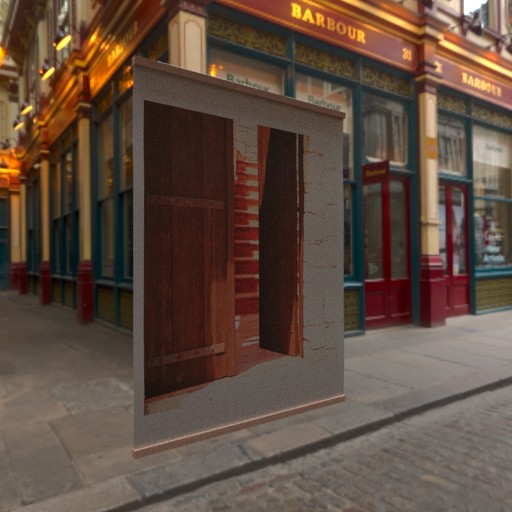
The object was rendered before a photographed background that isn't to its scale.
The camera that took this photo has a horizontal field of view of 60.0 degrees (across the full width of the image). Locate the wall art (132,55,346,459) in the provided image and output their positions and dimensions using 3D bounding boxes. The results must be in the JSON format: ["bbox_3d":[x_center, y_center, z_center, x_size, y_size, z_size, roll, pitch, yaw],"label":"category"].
[{"bbox_3d":[0.000,0.000,1.334,0.758,1.013,0.020,0,0,-36],"label":"wall art"}]
